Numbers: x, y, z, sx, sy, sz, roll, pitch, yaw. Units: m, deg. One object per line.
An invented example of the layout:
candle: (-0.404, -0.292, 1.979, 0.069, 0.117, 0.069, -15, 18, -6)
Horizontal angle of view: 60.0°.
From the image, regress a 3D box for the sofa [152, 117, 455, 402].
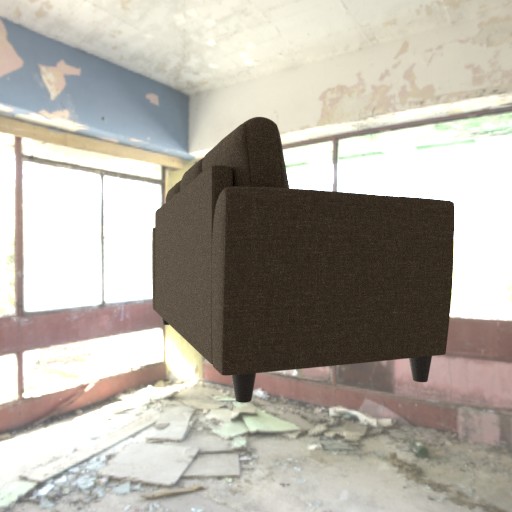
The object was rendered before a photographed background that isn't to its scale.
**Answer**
sofa: (0.000, 0.000, 2.240, 0.837, 0.891, 1.847, 0, 0, -19)
